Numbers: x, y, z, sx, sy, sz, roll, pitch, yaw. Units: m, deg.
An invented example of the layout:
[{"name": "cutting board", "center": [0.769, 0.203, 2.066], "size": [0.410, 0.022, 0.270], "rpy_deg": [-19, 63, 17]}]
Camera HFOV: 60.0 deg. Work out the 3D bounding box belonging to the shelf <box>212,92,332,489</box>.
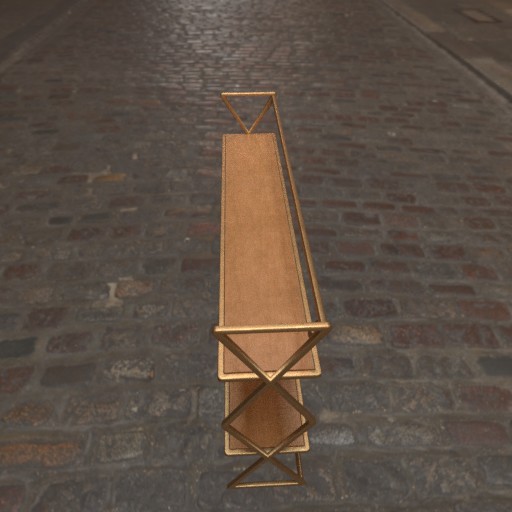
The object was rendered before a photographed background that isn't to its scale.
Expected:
[{"name": "shelf", "center": [0.000, 0.000, 1.005], "size": [0.150, 0.450, 0.822], "rpy_deg": [-2, 40, -2]}]
